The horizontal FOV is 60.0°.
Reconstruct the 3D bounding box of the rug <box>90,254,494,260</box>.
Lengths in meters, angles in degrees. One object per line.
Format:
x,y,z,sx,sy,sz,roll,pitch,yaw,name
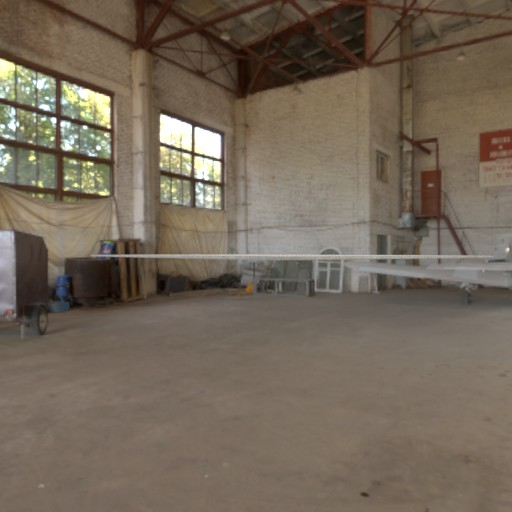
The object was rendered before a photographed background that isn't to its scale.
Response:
0.000,0.000,3.019,1.524,0.014,2.438,0,0,-36,rug
